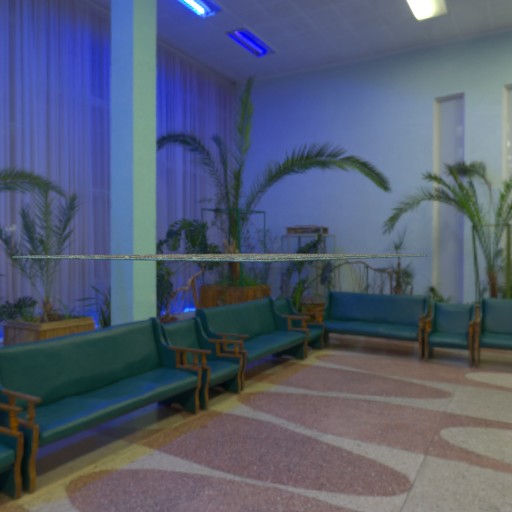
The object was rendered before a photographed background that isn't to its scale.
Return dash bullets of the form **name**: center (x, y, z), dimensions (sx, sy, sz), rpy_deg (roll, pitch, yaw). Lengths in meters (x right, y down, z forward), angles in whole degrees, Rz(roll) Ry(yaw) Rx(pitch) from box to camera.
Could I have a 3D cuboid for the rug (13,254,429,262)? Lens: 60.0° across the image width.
- **rug**: center (0.000, 0.000, 2.778), dimensions (1.567, 0.014, 2.207), rpy_deg (0, 1, 34)
